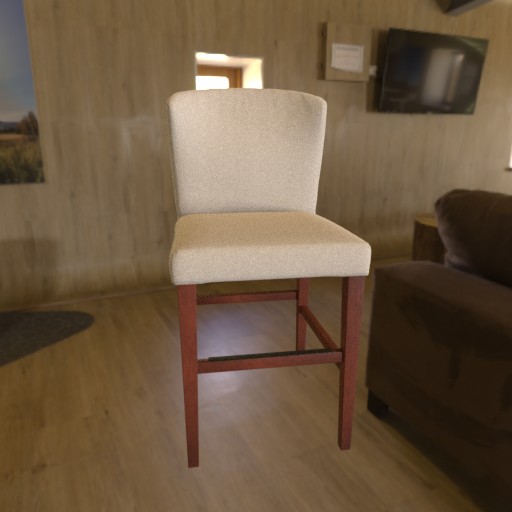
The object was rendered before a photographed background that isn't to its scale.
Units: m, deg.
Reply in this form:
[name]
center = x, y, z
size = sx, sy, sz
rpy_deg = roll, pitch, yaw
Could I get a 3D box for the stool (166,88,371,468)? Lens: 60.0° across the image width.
[stool]
center = 0.000, 0.000, 1.284
size = 0.479, 0.968, 0.568
rpy_deg = -2, 15, -9
